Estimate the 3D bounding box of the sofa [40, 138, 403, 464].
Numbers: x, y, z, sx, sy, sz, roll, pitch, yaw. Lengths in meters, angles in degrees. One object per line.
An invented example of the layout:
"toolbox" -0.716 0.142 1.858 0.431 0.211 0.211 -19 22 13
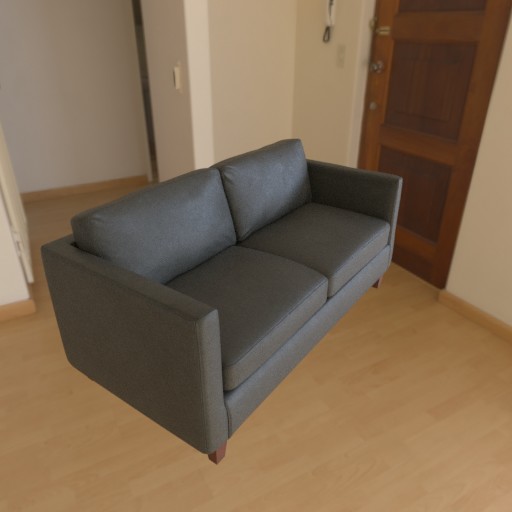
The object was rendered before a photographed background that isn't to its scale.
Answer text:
"sofa" 0.000 0.000 2.423 0.951 0.933 1.883 19 33 31
